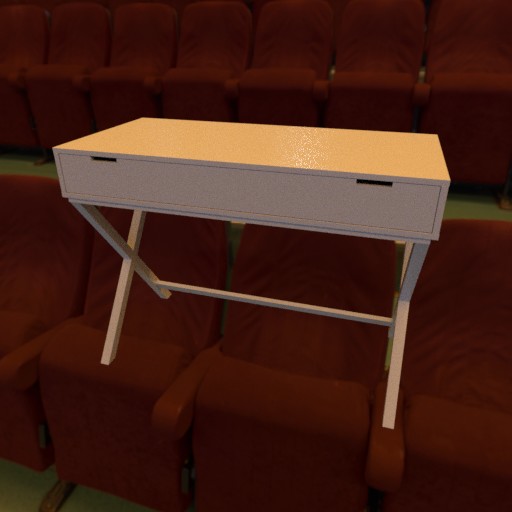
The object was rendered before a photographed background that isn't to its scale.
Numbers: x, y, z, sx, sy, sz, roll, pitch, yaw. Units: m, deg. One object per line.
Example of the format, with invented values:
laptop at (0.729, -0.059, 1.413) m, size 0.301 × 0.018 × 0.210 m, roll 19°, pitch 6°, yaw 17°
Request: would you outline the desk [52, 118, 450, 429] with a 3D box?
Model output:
desk at (0.000, 0.000, 1.514) m, size 1.059 × 0.780 × 0.509 m, roll 8°, pitch 28°, yaw 15°
